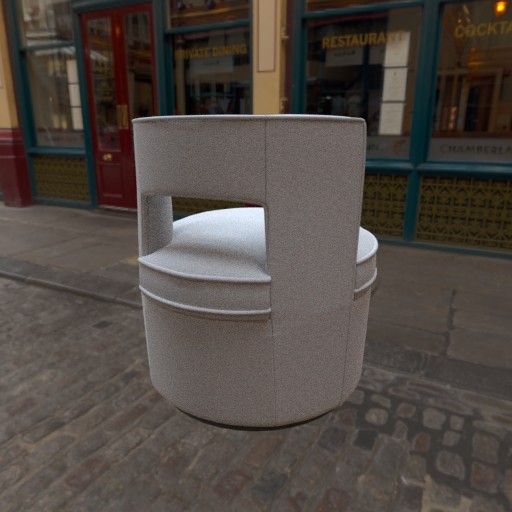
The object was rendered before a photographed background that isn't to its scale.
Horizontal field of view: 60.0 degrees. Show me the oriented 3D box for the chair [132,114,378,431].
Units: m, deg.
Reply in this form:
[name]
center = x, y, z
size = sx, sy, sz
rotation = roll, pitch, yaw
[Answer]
[chair]
center = 0.000, 0.000, 1.228
size = 0.650, 0.723, 0.665
rotation = 8, 17, 27
